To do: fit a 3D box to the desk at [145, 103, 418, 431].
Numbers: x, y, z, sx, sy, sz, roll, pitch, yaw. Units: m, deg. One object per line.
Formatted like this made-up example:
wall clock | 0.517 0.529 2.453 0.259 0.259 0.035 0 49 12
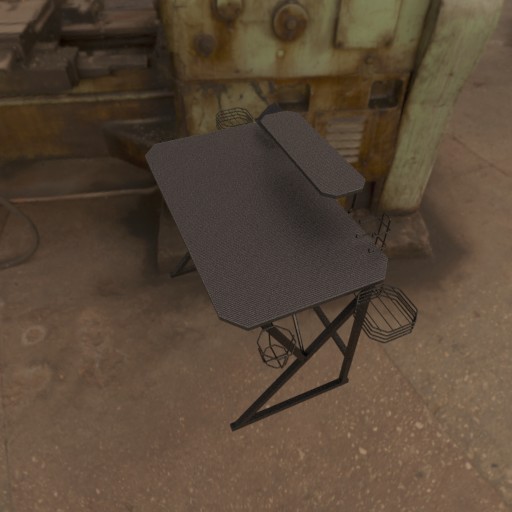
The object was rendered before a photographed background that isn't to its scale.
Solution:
desk | 0.000 0.000 1.748 0.580 0.880 1.290 -17 48 -16
